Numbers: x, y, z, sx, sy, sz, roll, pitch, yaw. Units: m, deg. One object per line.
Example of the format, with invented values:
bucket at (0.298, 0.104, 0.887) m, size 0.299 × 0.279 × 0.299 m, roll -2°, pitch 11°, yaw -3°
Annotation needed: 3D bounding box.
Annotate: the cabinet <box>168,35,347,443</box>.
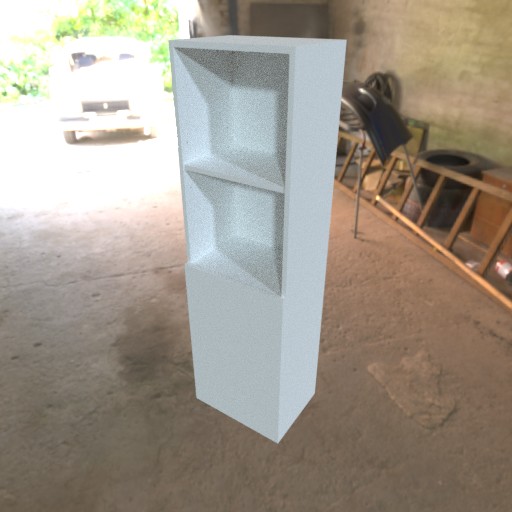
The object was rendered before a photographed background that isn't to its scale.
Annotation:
cabinet at (0.000, 0.000, 1.539) m, size 0.400 × 1.350 × 0.300 m, roll 18°, pitch 34°, yaw 29°
